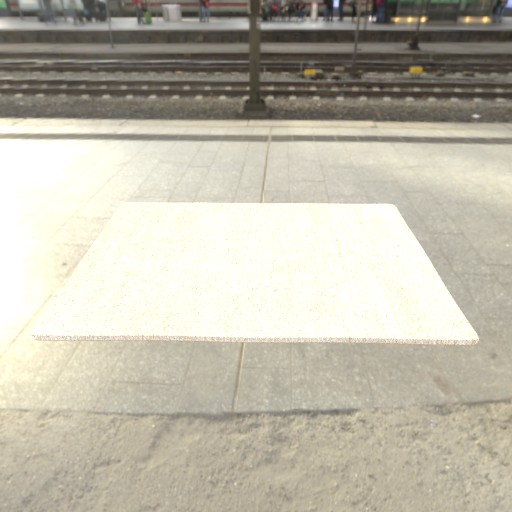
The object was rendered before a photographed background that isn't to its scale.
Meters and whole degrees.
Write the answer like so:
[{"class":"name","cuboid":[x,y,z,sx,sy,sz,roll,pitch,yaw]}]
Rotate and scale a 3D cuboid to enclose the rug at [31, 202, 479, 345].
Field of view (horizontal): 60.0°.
[{"class":"rug","cuboid":[0.000,0.000,2.090,1.600,0.027,1.200,0,30,1]}]
